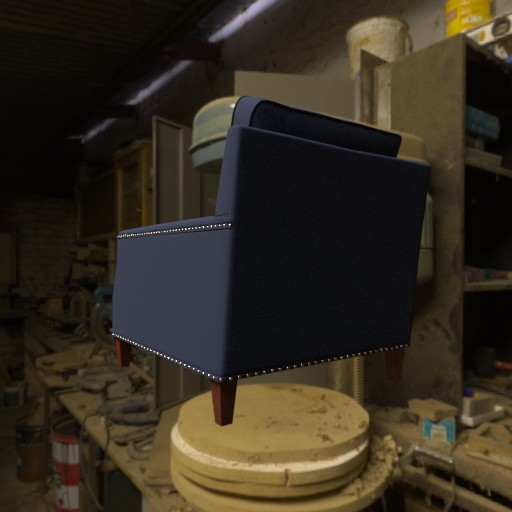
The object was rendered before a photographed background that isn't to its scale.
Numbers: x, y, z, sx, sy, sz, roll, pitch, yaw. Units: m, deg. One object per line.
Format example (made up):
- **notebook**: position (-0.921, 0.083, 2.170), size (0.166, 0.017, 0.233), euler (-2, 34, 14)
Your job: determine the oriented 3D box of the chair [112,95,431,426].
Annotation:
- **chair**: position (0.000, 0.000, 1.770), size (0.853, 0.943, 1.014), euler (0, 0, -36)
